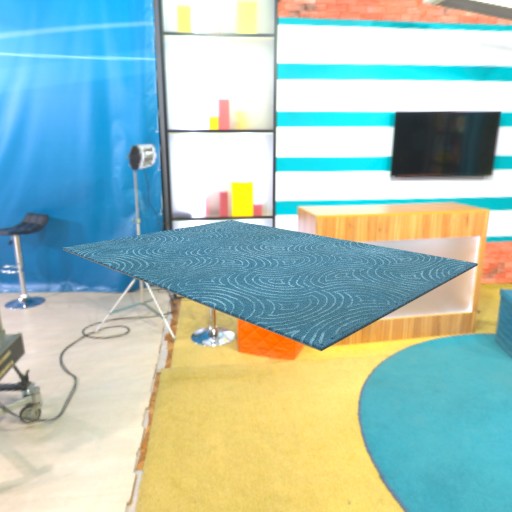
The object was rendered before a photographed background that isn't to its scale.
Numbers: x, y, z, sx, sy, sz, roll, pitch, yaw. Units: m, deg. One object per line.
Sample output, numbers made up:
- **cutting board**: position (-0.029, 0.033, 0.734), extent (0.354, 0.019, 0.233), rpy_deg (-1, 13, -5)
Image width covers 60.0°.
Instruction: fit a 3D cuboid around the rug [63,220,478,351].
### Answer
- **rug**: position (0.000, 0.000, 2.797), extent (2.144, 0.015, 1.543), rpy_deg (14, 20, 43)
